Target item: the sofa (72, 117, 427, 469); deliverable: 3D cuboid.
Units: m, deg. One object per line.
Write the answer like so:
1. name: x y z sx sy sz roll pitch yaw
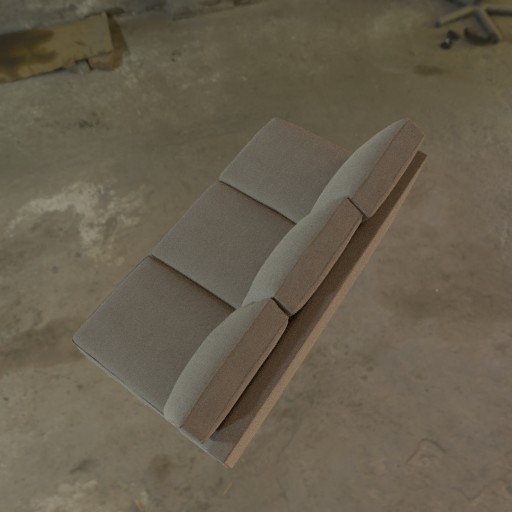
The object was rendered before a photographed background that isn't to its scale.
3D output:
1. sofa: 0.000 0.000 2.712 1.127 1.036 2.092 32 67 15
